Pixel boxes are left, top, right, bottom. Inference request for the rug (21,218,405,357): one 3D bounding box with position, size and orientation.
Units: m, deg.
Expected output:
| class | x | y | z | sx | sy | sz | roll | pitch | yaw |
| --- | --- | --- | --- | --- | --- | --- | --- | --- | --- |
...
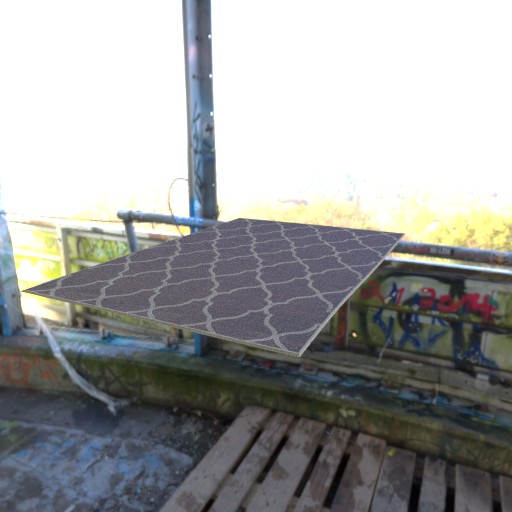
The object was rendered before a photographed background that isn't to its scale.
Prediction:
| class | x | y | z | sx | sy | sz | roll | pitch | yaw |
| --- | --- | --- | --- | --- | --- | --- | --- | --- | --- |
| rug | 0.000 | 0.000 | 2.904 | 1.528 | 0.014 | 2.294 | 8 | 17 | 26 |
